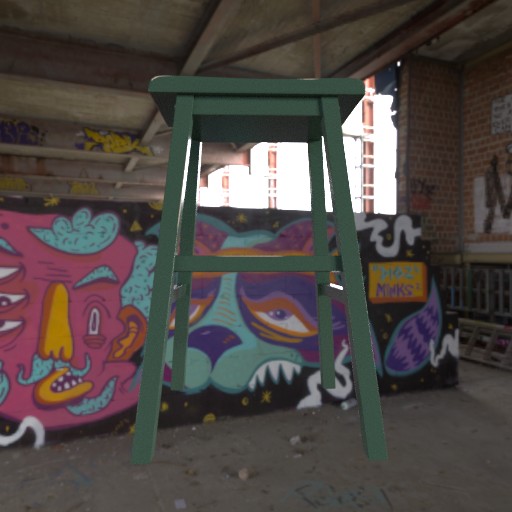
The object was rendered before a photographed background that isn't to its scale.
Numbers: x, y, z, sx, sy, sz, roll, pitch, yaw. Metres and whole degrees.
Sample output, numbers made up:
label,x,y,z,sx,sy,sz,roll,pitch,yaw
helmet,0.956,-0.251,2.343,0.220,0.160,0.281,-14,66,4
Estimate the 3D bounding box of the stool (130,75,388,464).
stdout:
label,x,y,z,sx,sy,sz,roll,pitch,yaw
stool,0.000,0.000,1.027,0.457,0.737,0.476,0,0,-2
